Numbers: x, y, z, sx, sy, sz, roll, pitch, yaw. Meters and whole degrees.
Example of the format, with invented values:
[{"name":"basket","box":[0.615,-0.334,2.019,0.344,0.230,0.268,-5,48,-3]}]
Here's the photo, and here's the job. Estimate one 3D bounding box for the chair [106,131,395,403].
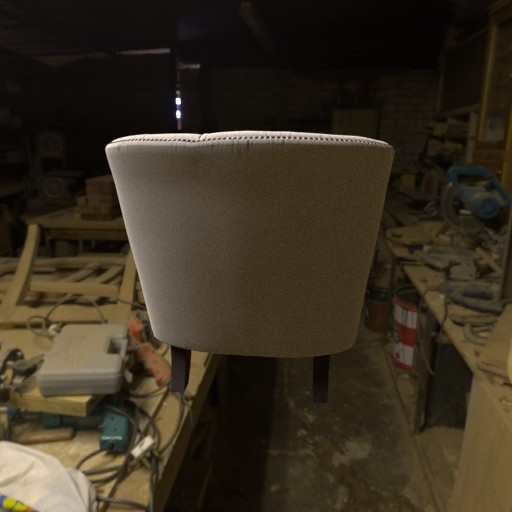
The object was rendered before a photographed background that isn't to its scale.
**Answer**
[{"name":"chair","box":[0.000,0.000,1.608,0.848,0.868,0.906,2,16,7]}]
